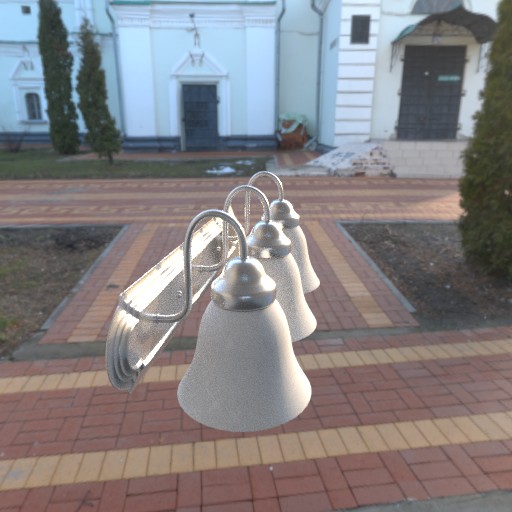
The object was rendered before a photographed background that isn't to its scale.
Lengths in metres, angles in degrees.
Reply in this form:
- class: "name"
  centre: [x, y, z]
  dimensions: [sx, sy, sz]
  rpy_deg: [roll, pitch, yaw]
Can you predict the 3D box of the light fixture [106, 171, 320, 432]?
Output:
- class: "light fixture"
  centre: [0.000, 0.000, 0.701]
  dimensions: [0.199, 0.222, 0.610]
  rpy_deg: [3, 17, 9]
